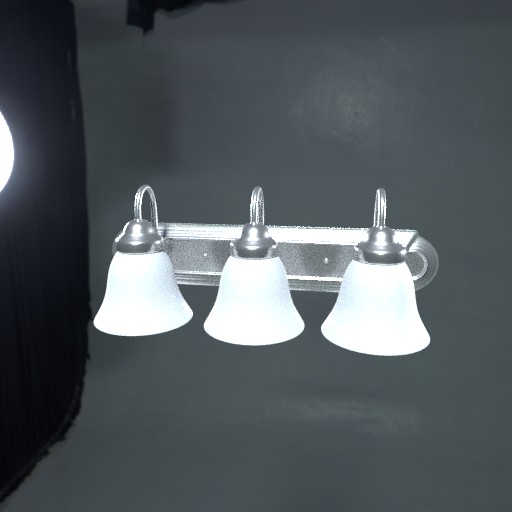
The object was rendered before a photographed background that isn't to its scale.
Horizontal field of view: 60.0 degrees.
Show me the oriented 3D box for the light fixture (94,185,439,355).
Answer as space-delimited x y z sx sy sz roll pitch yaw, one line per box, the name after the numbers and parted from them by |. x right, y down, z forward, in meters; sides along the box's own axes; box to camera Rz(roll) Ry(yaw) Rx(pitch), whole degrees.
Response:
0.000 0.000 0.722 0.610 0.222 0.199 2 14 10 | light fixture
